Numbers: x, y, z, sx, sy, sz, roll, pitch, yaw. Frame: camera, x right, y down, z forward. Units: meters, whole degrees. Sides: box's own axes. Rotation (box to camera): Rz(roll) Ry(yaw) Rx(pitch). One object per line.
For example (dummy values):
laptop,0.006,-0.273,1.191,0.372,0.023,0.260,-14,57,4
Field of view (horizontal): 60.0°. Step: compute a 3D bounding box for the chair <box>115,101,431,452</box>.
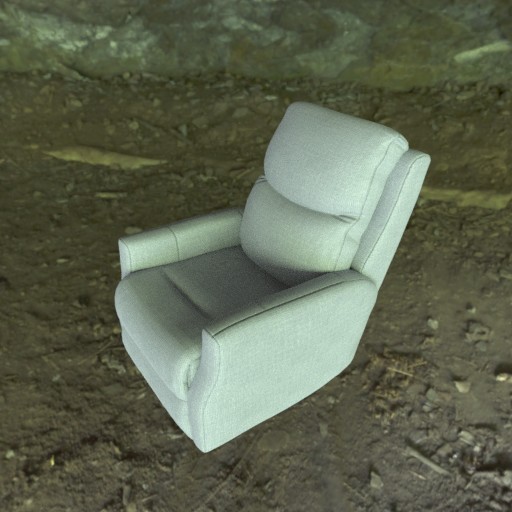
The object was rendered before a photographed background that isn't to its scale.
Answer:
chair,0.000,0.000,1.799,1.080,1.030,0.829,-22,39,-30
